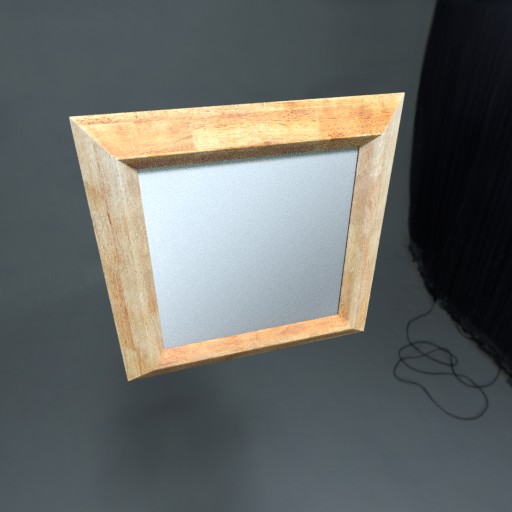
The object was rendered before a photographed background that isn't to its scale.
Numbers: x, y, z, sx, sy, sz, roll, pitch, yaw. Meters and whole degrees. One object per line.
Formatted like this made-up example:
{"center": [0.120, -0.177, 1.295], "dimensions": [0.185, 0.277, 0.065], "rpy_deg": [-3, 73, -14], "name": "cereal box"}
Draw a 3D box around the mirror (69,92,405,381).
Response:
{"center": [0.000, 0.000, 0.989], "dimensions": [0.651, 0.651, 0.047], "rpy_deg": [-9, 34, -14], "name": "mirror"}
